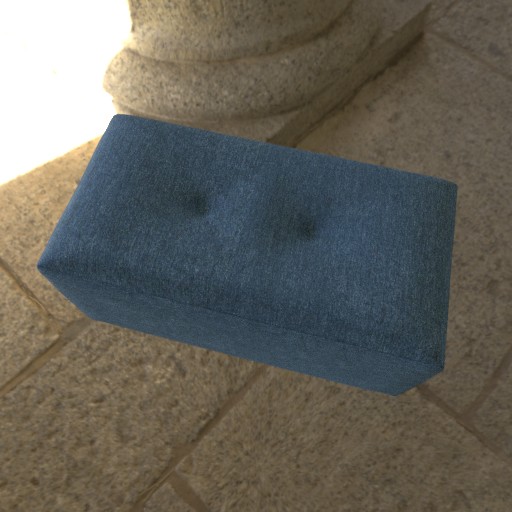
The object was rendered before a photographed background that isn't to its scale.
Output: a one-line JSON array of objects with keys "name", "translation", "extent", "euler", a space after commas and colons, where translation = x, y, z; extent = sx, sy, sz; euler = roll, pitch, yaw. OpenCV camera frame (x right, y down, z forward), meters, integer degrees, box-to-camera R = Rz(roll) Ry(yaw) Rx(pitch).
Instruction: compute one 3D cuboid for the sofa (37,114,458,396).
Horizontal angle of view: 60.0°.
[{"name": "sofa", "translation": [0.000, 0.000, 1.191], "extent": [0.930, 0.470, 0.480], "euler": [13, 65, 6]}]
